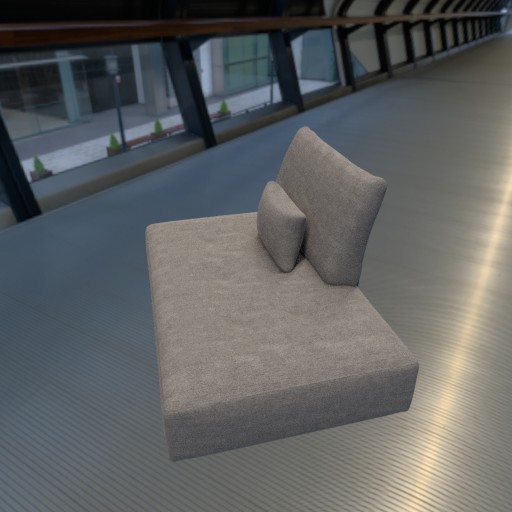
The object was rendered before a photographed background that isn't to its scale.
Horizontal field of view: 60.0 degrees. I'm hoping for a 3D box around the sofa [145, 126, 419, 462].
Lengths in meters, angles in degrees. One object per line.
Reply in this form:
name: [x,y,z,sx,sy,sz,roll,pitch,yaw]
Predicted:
sofa: [0.000,0.000,2.060,1.002,0.820,1.450,-7,31,-12]
